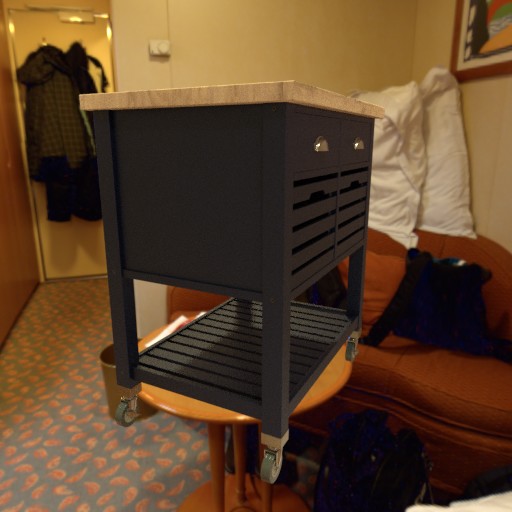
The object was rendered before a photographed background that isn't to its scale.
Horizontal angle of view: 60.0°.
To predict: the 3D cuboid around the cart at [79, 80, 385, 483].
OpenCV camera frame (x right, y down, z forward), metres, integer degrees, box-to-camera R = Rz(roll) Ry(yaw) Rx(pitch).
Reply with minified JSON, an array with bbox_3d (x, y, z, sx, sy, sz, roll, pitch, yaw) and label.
[{"bbox_3d":[0.000,0.000,1.399,0.567,0.920,0.797,7,16,27],"label":"cart"}]
